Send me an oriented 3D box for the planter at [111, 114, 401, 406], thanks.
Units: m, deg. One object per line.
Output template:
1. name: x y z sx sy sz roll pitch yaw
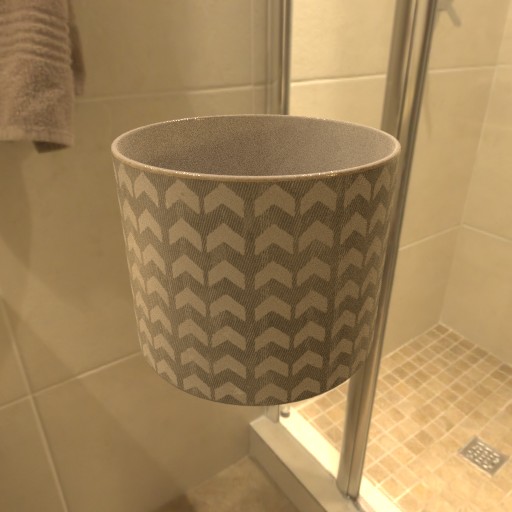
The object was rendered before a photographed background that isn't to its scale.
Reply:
1. planter: 0.000 0.000 0.451 0.250 0.239 0.250 0 27 0
